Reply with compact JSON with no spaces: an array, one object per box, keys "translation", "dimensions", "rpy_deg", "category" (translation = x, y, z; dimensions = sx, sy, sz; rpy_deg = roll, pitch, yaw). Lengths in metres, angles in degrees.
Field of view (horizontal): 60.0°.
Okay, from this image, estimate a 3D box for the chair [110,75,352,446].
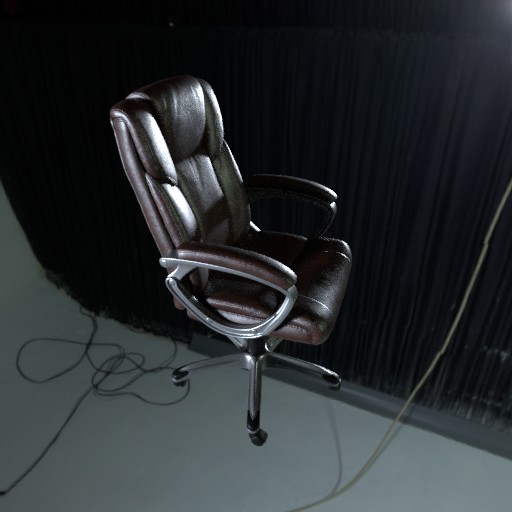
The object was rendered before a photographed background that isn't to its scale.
[{"translation":[0.000,0.000,1.549],"dimensions":[0.692,1.128,0.656],"rpy_deg":[10,32,17],"category":"chair"}]
